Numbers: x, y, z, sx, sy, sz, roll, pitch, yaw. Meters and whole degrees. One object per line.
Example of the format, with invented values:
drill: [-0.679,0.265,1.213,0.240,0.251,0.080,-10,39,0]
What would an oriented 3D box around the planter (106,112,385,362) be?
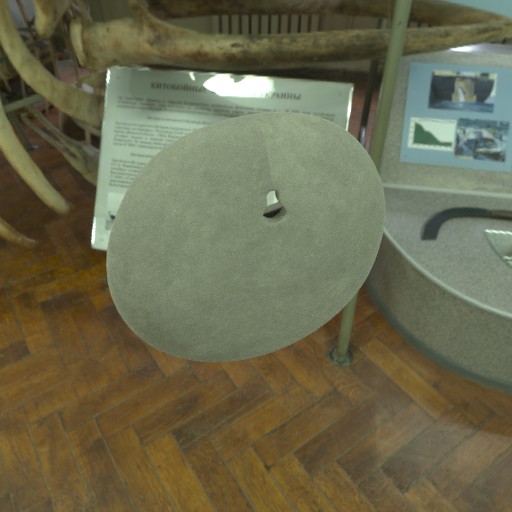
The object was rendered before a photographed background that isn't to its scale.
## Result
planter: [0.000,0.000,0.288,0.185,0.188,0.071,-13,42,-15]
